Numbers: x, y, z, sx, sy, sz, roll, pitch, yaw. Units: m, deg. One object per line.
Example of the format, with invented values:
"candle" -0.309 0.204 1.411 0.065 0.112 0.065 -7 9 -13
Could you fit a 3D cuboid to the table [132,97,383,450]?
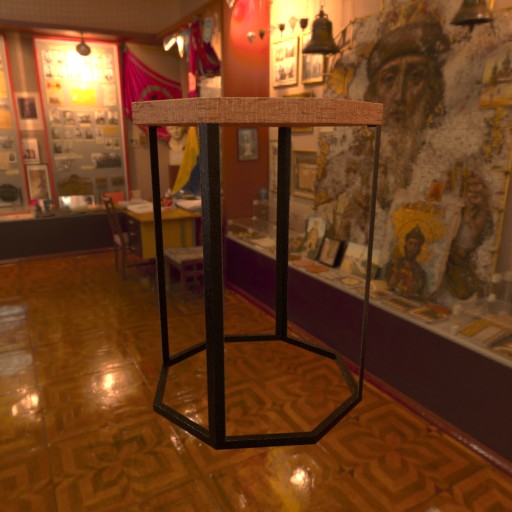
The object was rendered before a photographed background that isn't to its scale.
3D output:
"table" 0.000 0.000 0.863 0.437 0.553 0.437 -8 17 -26
